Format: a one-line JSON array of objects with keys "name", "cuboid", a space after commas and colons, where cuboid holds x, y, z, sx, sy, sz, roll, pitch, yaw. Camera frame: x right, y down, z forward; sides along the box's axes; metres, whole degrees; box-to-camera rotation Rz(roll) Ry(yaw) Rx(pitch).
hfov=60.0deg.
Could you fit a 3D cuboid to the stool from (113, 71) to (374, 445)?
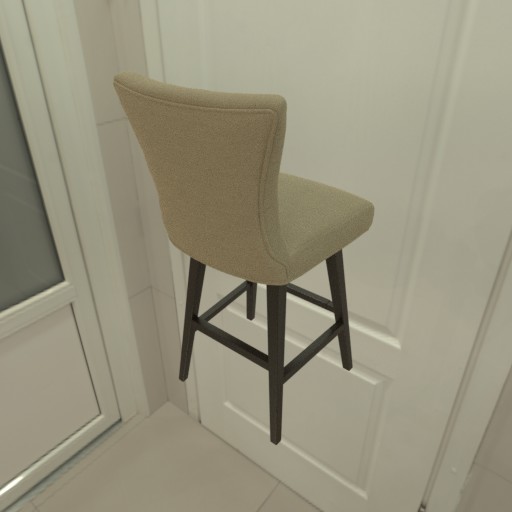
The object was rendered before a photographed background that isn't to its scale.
[{"name": "stool", "cuboid": [0.000, 0.000, 1.386, 0.514, 1.086, 0.574, 22, 38, 32]}]
